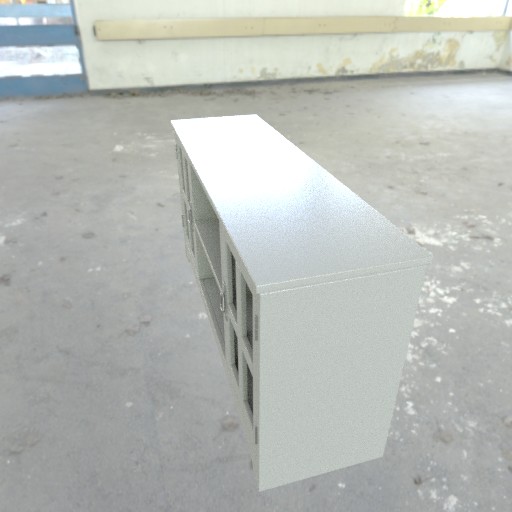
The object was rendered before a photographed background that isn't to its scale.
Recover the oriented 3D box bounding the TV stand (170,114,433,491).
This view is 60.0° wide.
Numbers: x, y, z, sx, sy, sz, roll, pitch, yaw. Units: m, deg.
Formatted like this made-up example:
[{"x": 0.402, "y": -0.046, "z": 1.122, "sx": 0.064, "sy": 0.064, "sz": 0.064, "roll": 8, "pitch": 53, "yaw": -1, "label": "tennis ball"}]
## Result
[{"x": 0.000, "y": 0.000, "z": 1.414, "sx": 0.344, "sy": 0.603, "sz": 1.167, "roll": -9, "pitch": 32, "yaw": -14, "label": "TV stand"}]
